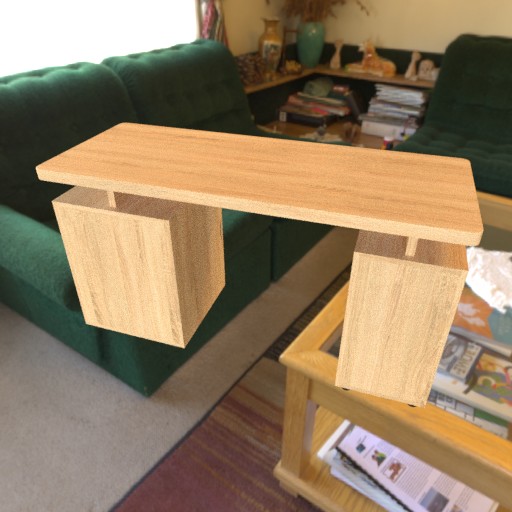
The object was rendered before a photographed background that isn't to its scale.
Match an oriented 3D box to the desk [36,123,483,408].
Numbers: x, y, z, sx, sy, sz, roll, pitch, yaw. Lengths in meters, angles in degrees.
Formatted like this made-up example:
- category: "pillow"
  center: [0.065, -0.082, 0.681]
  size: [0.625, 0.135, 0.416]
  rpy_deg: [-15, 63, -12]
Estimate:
- category: "desk"
  center: [0.000, 0.000, 1.731]
  size: [1.400, 0.760, 0.550]
  rpy_deg: [10, 35, 15]
